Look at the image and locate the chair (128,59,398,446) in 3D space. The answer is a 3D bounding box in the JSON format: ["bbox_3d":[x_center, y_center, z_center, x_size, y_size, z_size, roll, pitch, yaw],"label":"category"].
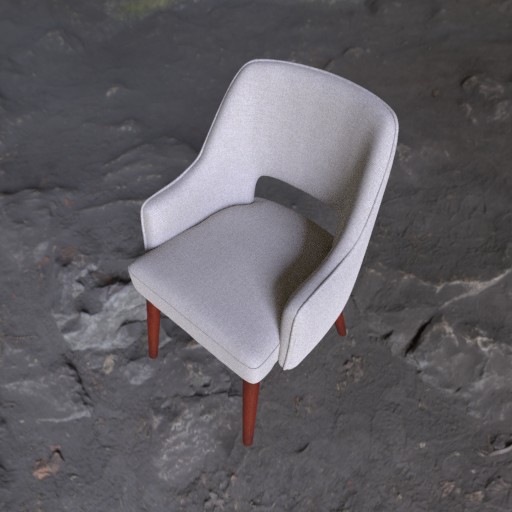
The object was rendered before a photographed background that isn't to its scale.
[{"bbox_3d":[0.000,0.000,1.218,0.560,0.840,0.580,33,55,27],"label":"chair"}]
